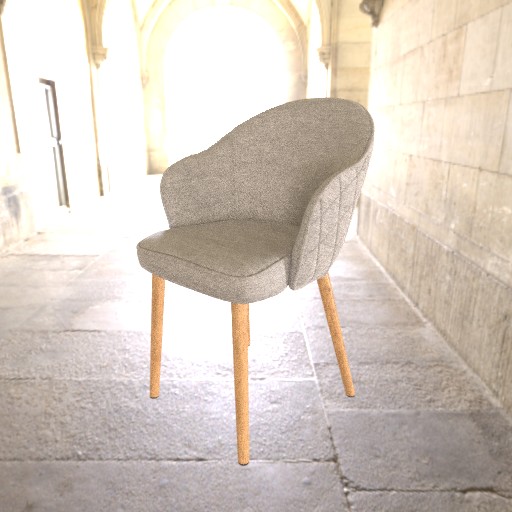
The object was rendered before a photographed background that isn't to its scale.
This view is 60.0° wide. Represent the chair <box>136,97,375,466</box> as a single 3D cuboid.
[{"bbox_3d":[0.000,0.000,1.158,0.540,0.800,0.530,16,23,42],"label":"chair"}]
